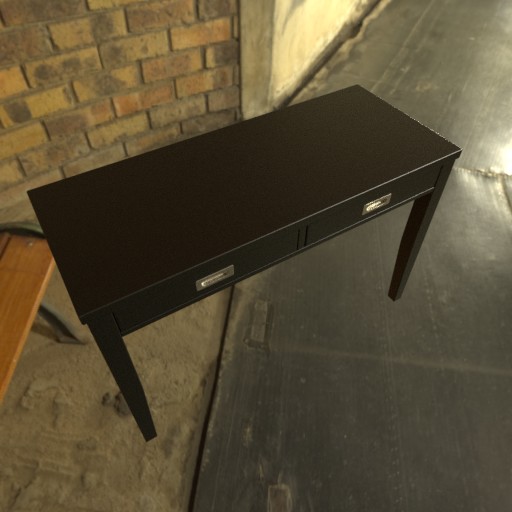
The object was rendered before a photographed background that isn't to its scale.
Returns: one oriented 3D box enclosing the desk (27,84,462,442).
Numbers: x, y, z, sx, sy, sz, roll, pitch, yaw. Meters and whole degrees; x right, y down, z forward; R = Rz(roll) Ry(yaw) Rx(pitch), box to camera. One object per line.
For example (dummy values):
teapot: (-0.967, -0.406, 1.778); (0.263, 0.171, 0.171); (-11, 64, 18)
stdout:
desk: (0.000, 0.000, 1.612); (1.220, 0.775, 0.508); (-24, 52, -21)
